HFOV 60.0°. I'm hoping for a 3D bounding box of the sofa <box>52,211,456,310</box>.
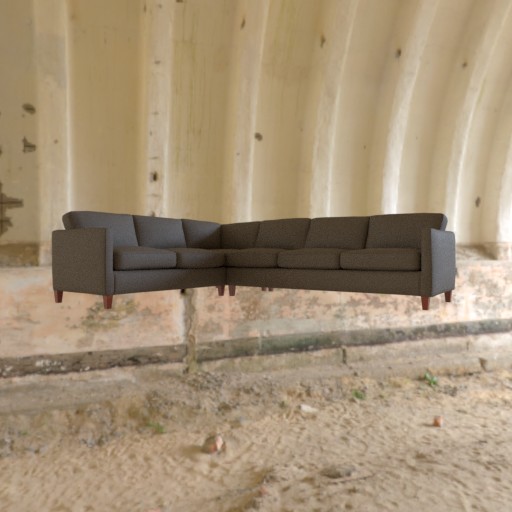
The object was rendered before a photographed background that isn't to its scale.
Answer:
[{"bbox_3d":[0.000,0.000,4.515,3.302,0.947,2.593,0,0,37],"label":"sofa"}]
